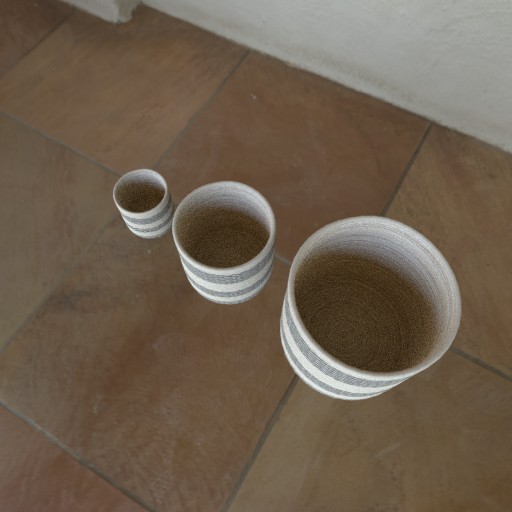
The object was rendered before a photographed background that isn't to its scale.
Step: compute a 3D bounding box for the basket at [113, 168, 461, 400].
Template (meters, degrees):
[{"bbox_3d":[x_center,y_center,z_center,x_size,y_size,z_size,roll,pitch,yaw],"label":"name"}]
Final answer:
[{"bbox_3d":[0.000,0.000,1.111,0.917,0.356,0.351,31,69,14],"label":"basket"}]
